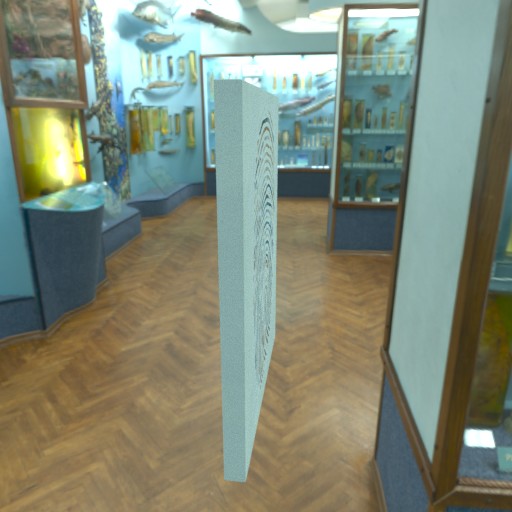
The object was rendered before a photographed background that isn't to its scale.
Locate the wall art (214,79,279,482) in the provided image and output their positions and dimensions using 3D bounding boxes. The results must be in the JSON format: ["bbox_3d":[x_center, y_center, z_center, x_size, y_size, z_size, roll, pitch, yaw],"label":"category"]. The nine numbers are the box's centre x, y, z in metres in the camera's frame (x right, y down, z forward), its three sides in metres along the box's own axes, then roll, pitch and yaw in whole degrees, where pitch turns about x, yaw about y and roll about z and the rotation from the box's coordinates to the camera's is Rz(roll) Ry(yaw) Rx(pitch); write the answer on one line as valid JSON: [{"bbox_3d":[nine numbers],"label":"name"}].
[{"bbox_3d":[0.000,0.000,0.866,0.037,0.606,0.508,2,18,7],"label":"wall art"}]
